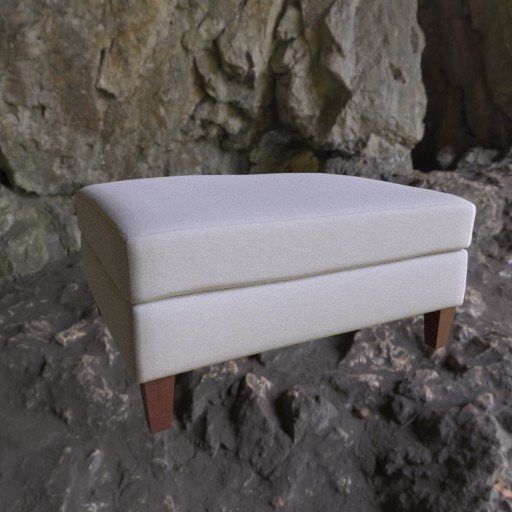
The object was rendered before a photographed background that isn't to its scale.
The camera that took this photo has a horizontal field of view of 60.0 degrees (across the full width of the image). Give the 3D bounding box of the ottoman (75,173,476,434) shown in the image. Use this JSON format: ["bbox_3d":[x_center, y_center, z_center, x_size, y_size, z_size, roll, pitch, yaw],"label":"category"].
[{"bbox_3d":[0.000,0.000,1.405,0.976,0.492,0.836,-8,17,-26],"label":"ottoman"}]
